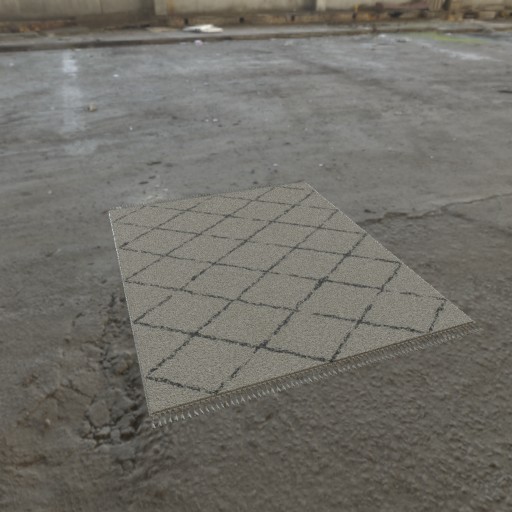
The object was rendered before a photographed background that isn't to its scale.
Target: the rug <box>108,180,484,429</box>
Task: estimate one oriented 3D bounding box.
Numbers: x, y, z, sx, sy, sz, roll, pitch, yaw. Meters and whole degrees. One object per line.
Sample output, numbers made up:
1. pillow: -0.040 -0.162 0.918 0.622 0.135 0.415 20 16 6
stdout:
1. rug: 0.000 0.000 4.056 2.380 0.013 3.051 -11 33 -17
